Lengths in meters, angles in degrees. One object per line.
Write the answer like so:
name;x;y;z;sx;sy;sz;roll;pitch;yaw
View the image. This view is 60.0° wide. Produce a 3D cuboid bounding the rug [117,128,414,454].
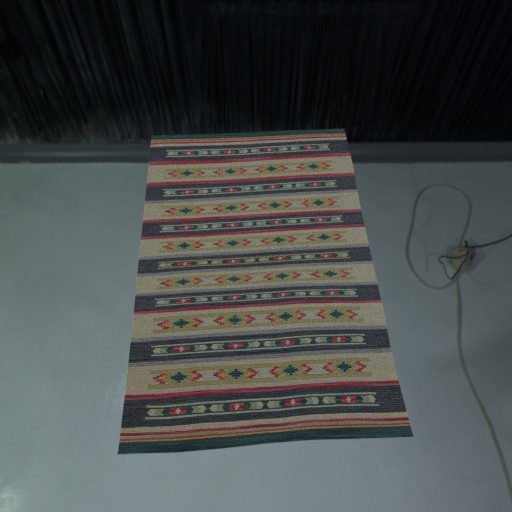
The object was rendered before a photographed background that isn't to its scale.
rug;0.000;0.000;2.875;1.522;0.010;2.311;-2;58;-2
